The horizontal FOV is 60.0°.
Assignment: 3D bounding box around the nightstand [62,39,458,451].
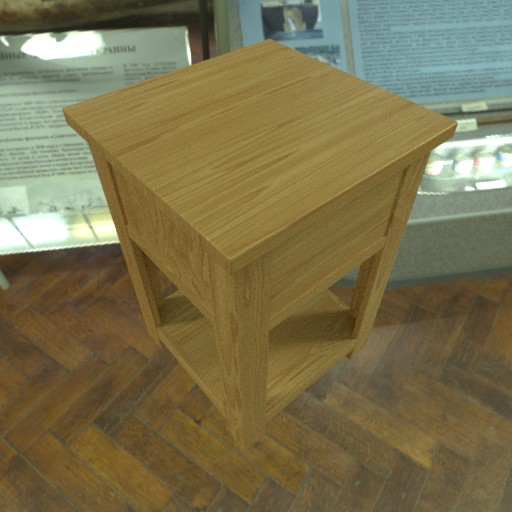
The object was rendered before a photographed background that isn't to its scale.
[{"bbox_3d":[0.000,0.000,0.886,0.428,0.614,0.418,-32,54,-27],"label":"nightstand"}]
